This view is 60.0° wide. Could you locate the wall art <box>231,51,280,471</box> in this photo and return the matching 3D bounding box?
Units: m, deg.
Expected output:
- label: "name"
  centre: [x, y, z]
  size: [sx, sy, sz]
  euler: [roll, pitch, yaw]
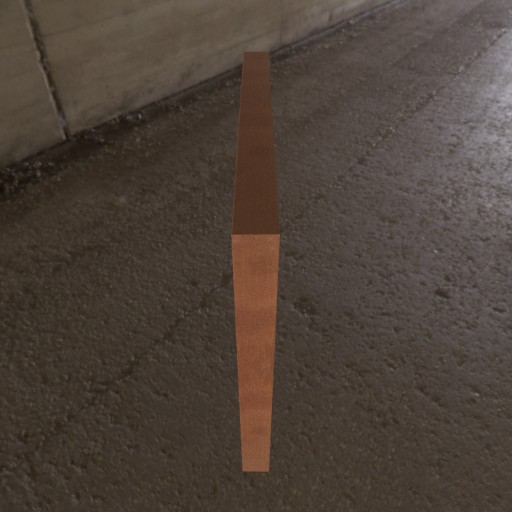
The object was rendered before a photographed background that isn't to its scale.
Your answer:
- label: "wall art"
  centre: [0.000, 0.000, 0.600]
  size: [0.035, 0.403, 0.403]
  euler: [0, 42, 0]
